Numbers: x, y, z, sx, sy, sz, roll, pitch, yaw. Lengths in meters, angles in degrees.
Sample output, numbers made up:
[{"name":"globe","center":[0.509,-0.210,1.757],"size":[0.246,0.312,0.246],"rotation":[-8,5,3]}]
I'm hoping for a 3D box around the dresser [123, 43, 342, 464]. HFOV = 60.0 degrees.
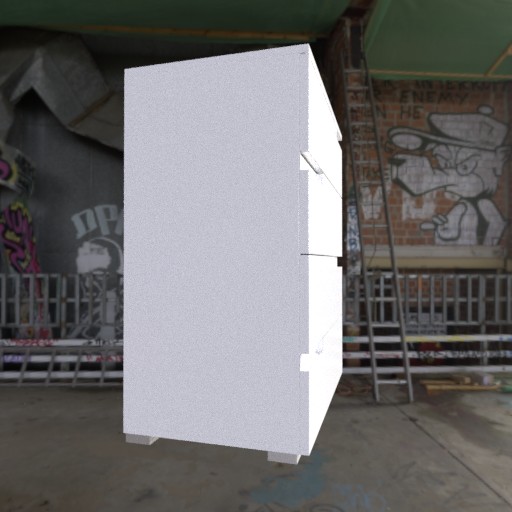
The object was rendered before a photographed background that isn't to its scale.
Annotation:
[{"name":"dresser","center":[0.000,0.000,1.205],"size":[0.400,0.800,0.650],"rotation":[0,-1,16]}]
